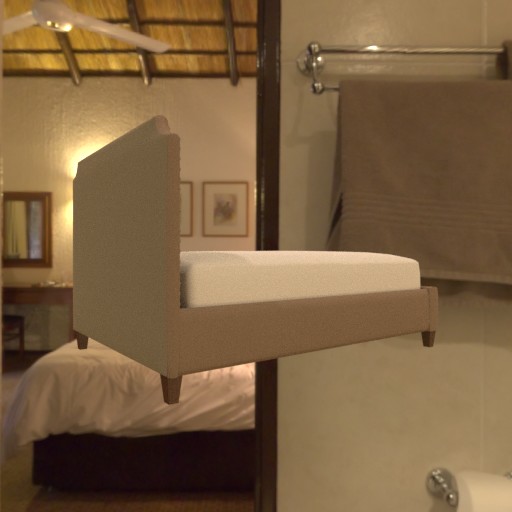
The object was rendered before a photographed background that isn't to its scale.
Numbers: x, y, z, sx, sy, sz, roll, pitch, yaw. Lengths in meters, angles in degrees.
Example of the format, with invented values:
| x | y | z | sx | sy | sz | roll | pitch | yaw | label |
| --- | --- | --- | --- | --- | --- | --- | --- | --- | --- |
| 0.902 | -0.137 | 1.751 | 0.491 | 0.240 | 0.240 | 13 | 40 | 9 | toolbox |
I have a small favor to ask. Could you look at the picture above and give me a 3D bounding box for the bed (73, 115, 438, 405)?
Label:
| x | y | z | sx | sy | sz | roll | pitch | yaw | label |
| --- | --- | --- | --- | --- | --- | --- | --- | --- | --- |
| 0.000 | 0.000 | 3.480 | 2.372 | 1.443 | 1.713 | 0 | 0 | -37 | bed |
